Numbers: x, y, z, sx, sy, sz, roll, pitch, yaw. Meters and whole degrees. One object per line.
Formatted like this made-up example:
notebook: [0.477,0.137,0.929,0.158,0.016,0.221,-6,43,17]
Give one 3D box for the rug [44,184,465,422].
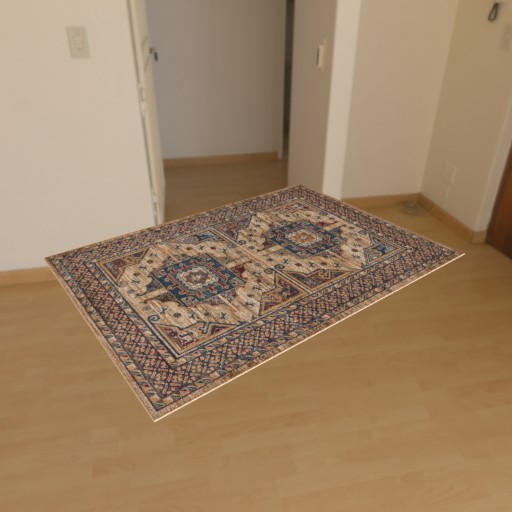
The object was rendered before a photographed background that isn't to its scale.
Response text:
rug: [0.000,0.000,2.887,2.227,0.008,1.611,-21,36,-32]
